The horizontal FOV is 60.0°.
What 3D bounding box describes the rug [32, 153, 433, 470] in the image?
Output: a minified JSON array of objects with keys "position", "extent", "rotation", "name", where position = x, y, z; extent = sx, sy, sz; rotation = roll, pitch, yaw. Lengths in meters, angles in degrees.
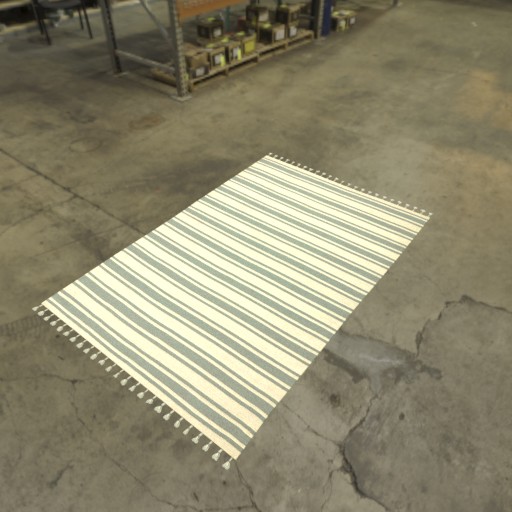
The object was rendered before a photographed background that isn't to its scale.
[{"position":[0.000,0.000,3.006],"extent":[1.539,0.011,2.410],"rotation":[27,49,27],"name":"rug"}]
